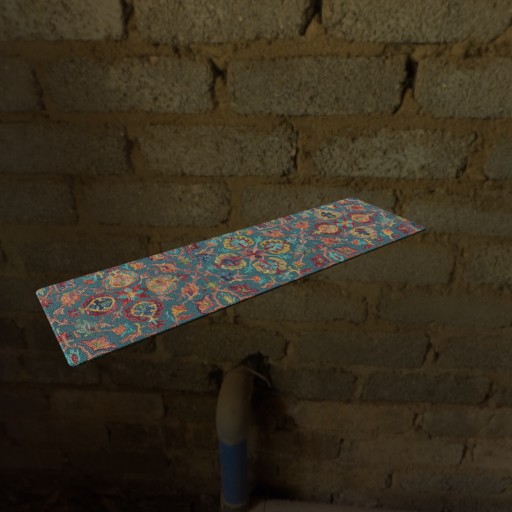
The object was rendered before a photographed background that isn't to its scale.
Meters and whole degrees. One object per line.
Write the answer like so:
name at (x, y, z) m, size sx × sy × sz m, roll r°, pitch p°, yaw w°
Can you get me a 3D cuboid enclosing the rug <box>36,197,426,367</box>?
rug at (0.000, 0.000, 2.601) m, size 2.286 × 0.013 × 0.686 m, roll -19°, pitch 34°, yaw -30°
